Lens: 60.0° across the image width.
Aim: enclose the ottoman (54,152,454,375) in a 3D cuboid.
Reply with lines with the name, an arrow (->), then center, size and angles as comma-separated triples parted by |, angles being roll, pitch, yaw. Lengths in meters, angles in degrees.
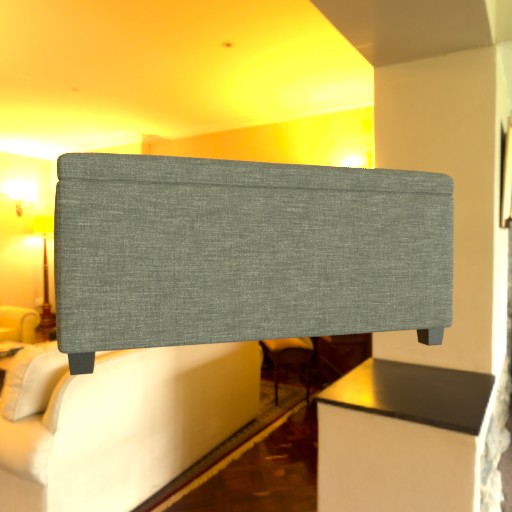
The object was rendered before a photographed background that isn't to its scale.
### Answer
ottoman -> 0.000, 0.000, 1.120 | 0.902, 0.432, 0.419 | -1, 2, -18
